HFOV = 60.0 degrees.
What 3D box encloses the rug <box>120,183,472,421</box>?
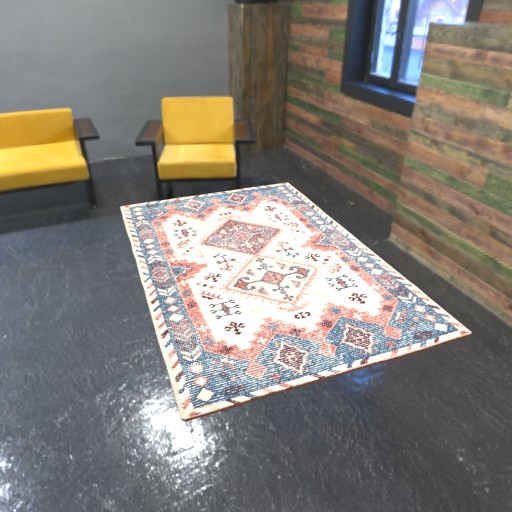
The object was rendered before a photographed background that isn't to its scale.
[{"bbox_3d":[0.000,0.000,2.377,1.225,0.015,1.840,-11,32,-18],"label":"rug"}]
